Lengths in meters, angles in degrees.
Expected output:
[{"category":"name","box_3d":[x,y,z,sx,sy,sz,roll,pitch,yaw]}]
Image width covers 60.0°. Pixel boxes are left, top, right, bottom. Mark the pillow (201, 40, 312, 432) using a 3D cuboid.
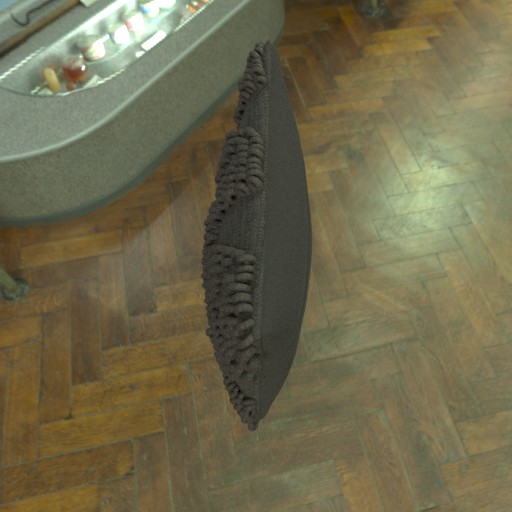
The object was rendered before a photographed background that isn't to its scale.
[{"category":"pillow","box_3d":[0.000,0.000,0.718,0.172,0.467,0.470,2,59,1]}]
